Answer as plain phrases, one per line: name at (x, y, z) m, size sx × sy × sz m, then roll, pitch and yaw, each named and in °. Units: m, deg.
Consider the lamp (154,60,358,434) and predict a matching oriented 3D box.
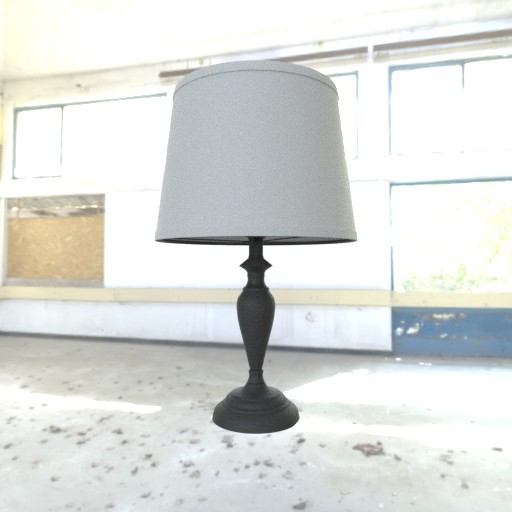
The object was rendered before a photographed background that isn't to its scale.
lamp at (0.000, 0.000, 0.693) m, size 0.310 × 0.501 × 0.310 m, roll 0°, pitch -1°, yaw 0°
